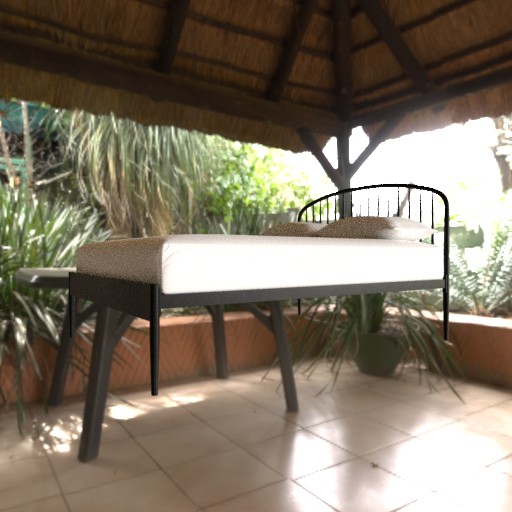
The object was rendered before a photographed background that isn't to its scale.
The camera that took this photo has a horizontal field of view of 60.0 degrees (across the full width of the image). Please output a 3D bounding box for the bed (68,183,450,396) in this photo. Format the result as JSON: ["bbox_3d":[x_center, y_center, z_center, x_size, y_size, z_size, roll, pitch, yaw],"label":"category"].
[{"bbox_3d":[0.000,0.000,3.118,2.159,1.166,1.618,0,0,-34],"label":"bed"}]
